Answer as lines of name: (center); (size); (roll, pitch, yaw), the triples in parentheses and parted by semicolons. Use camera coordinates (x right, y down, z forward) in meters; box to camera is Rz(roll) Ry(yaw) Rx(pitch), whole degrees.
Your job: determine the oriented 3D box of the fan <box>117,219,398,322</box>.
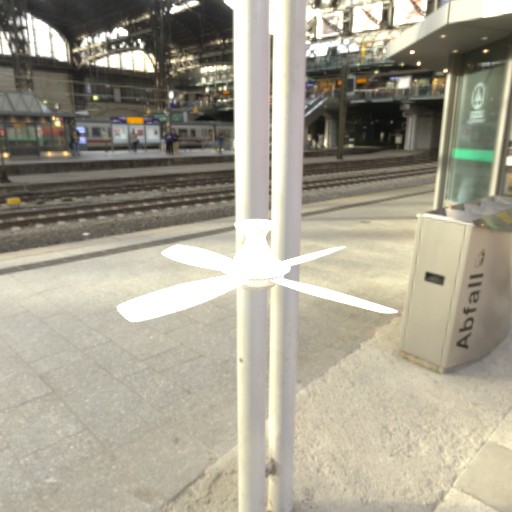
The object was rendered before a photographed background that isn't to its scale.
fan: (0.000, 0.000, 2.509); (1.693, 0.382, 1.694); (14, 20, 42)
